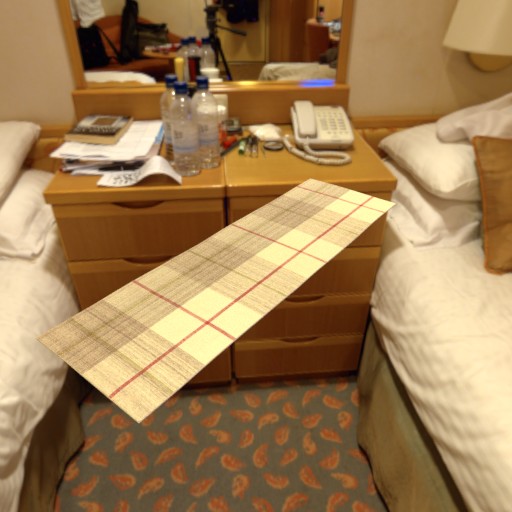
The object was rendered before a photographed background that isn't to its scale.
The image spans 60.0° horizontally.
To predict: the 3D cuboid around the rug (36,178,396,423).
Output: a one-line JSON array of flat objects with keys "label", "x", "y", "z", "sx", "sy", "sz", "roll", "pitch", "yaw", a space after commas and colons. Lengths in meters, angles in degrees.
[{"label": "rug", "x": 0.000, "y": 0.000, "z": 2.726, "sx": 0.762, "sy": 0.013, "sz": 2.439, "roll": 23, "pitch": 40, "yaw": 31}]
